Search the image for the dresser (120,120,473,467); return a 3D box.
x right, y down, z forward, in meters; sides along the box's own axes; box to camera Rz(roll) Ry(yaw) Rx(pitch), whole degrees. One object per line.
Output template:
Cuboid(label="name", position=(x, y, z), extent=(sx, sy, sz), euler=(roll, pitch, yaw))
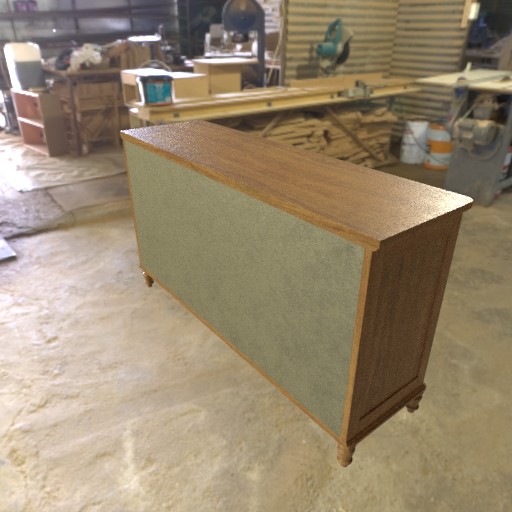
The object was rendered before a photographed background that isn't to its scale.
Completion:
Cuboid(label="dresser", position=(0.000, 0.000, 1.974), extent=(0.468, 0.892, 1.583), euler=(-20, 34, -33))
